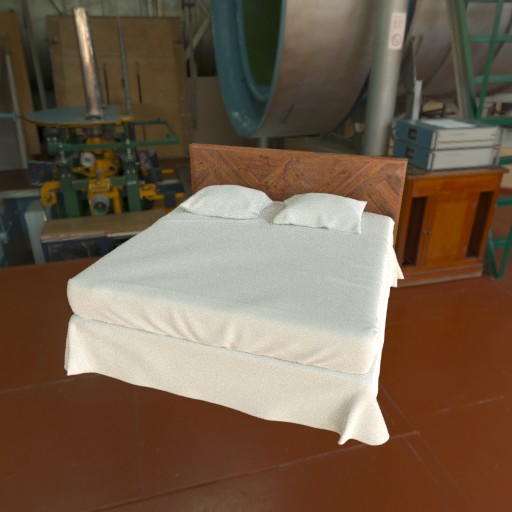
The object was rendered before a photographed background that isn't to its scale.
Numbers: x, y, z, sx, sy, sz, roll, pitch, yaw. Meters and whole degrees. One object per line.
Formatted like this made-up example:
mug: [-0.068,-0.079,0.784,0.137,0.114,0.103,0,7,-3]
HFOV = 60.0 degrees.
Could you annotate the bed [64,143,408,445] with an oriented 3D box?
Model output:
bed: [0.000,0.000,3.381,2.255,1.158,2.165,8,27,16]
